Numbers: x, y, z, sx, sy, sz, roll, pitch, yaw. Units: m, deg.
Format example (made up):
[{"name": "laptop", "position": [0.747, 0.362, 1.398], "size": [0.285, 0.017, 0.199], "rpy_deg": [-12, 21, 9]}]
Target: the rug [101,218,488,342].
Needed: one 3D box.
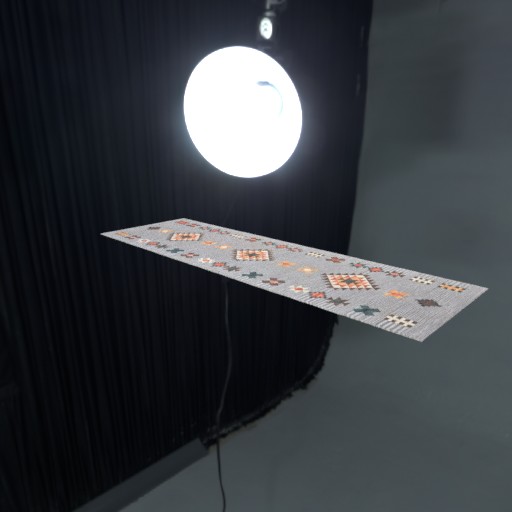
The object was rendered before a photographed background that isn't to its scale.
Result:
[{"name": "rug", "position": [0.000, 0.000, 2.720], "size": [2.432, 0.008, 0.766], "rpy_deg": [15, 22, 41]}]
